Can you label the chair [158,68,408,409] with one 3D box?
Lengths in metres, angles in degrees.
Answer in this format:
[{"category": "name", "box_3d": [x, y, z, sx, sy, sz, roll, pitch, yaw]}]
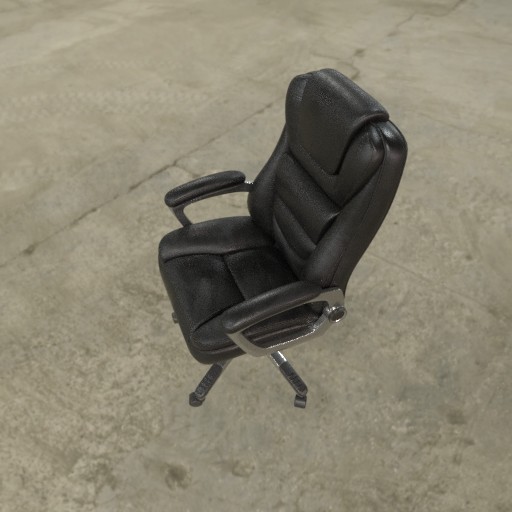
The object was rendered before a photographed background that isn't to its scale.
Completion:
[{"category": "chair", "box_3d": [0.000, 0.000, 1.494, 0.689, 1.075, 0.697, -17, 49, -16]}]
